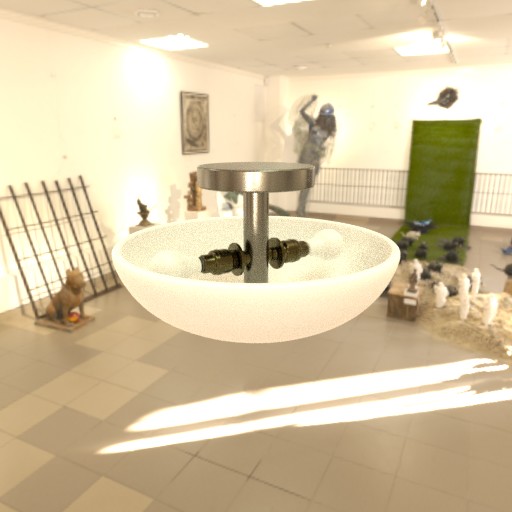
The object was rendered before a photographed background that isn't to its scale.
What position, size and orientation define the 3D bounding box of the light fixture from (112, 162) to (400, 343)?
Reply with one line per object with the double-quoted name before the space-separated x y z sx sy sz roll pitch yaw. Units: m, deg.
"light fixture" 0.000 0.000 0.535 0.330 0.214 0.330 0 16 0
